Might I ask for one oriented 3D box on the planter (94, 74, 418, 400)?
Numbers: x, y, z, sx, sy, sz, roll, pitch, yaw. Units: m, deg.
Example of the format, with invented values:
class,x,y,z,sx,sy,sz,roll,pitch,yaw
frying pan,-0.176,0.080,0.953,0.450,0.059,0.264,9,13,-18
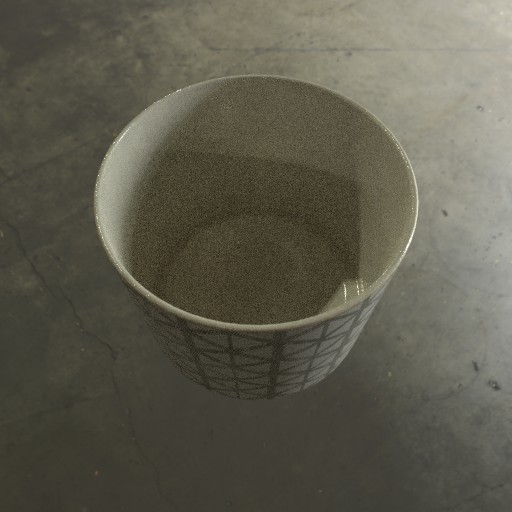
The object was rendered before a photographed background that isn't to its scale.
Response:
class,x,y,z,sx,sy,sz,roll,pitch,yaw
planter,0.000,0.000,0.341,0.190,0.181,0.190,0,60,0
